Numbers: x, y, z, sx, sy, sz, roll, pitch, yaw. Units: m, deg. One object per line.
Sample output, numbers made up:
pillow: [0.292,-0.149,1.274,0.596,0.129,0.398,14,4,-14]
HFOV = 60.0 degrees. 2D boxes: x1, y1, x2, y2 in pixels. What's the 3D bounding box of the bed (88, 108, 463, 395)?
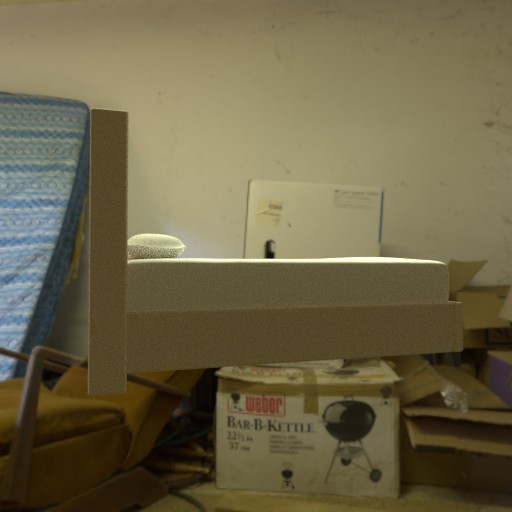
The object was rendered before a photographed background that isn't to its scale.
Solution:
bed: [0.000,0.000,3.423,2.293,1.471,1.778,0,-1,-16]
